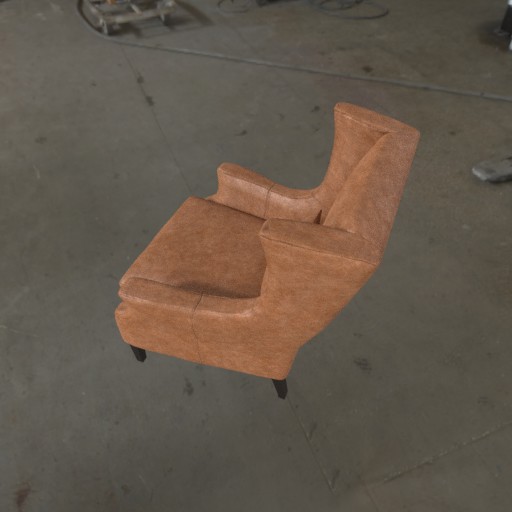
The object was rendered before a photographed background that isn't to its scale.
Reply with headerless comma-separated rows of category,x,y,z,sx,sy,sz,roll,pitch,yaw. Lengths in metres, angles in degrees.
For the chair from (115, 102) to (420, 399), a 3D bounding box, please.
chair,0.000,0.000,1.743,0.926,1.016,0.853,17,49,16
